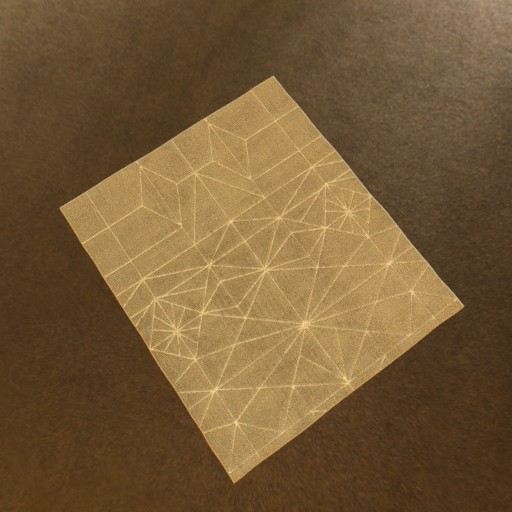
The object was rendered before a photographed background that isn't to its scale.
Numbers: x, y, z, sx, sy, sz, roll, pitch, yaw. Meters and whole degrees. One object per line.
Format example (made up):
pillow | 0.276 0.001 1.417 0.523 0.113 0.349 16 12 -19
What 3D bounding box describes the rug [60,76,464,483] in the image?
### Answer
rug | 0.000 0.000 0.892 0.548 0.006 0.639 -34 78 -8
